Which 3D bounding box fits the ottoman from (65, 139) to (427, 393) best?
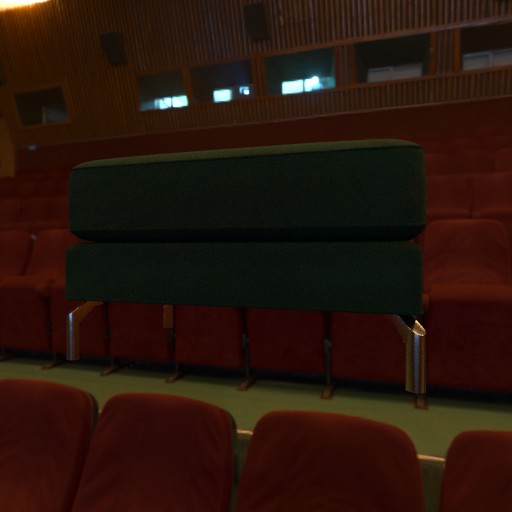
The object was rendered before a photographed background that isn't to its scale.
[{"bbox_3d":[0.000,0.000,1.248,0.886,0.533,0.536,0,1,18],"label":"ottoman"}]
